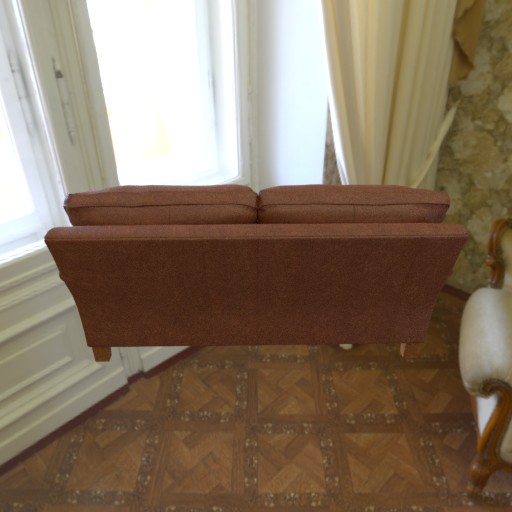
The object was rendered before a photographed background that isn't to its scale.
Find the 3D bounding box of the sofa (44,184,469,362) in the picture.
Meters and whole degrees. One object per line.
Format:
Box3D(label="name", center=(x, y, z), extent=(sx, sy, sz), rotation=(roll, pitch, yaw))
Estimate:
Box3D(label="sofa", center=(0.000, 0.000, 2.808), extent=(2.144, 1.071, 1.147), rotation=(-1, 31, -1))
